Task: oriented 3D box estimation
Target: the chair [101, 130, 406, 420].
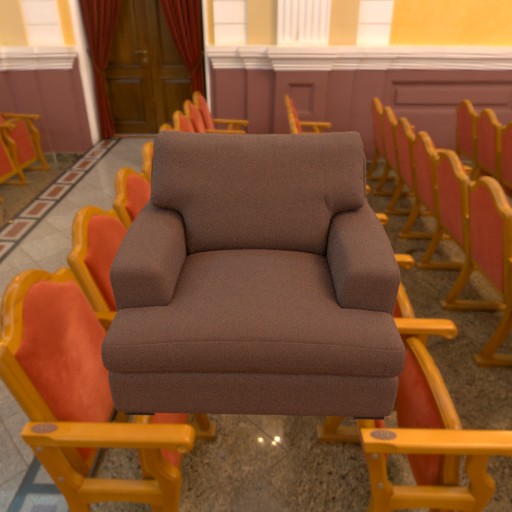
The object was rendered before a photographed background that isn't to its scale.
[{"bbox_3d":[0.000,0.000,2.004,1.168,0.940,1.143,1,29,1],"label":"chair"}]
